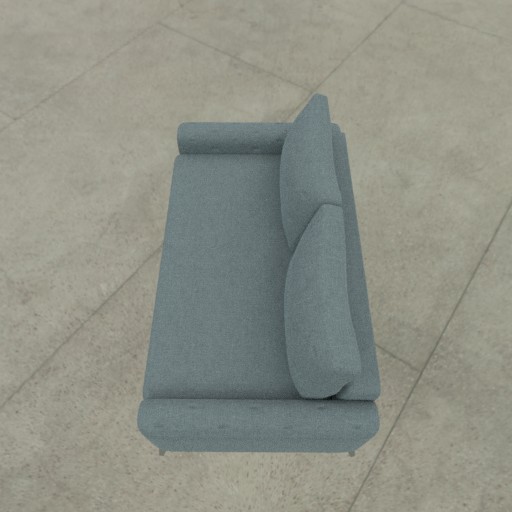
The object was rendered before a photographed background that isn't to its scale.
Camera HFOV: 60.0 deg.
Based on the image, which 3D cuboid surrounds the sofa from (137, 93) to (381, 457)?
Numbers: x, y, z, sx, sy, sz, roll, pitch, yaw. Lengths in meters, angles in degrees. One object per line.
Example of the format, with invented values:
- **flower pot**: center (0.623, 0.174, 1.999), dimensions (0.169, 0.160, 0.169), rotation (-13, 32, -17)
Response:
- **sofa**: center (0.000, 0.000, 2.094), dimensions (0.920, 0.790, 1.650), rotation (0, 58, 0)
